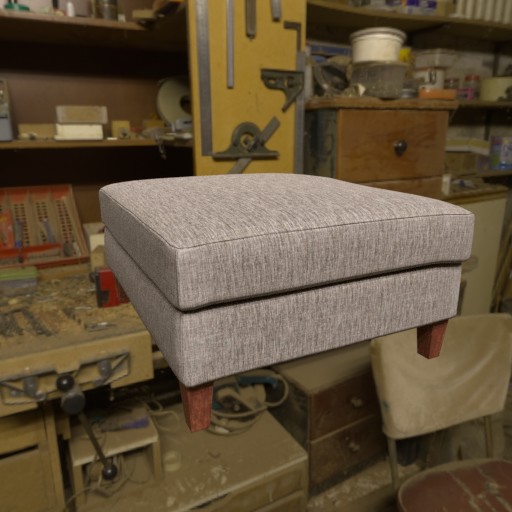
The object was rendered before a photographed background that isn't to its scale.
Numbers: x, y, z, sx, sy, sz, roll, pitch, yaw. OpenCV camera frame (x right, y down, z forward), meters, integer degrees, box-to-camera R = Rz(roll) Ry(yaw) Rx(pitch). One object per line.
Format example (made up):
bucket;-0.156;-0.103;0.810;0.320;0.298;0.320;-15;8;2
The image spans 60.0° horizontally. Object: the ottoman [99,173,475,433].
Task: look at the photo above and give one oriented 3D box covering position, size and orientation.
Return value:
ottoman;0.000;0.000;1.457;0.839;0.492;0.994;-8;18;-26
